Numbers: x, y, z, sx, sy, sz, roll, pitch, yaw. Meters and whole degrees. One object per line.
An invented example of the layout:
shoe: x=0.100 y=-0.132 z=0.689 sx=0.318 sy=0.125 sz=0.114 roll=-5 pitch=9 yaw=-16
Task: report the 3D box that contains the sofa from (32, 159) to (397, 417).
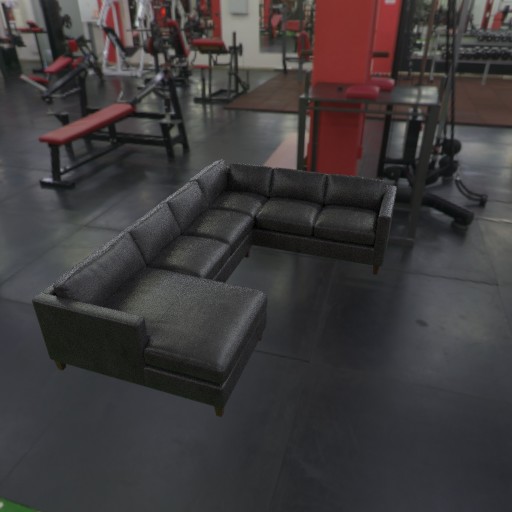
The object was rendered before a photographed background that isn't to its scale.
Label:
sofa: x=0.000 y=0.000 z=4.493 sx=2.452 sy=0.891 sz=3.324 roll=10 pitch=32 yaw=17
